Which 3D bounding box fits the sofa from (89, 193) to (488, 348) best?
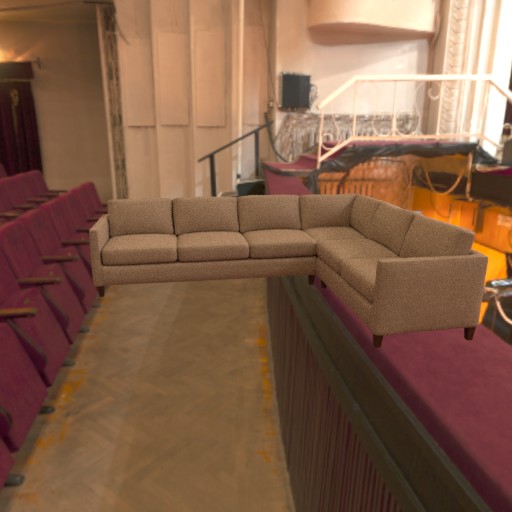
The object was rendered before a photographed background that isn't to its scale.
[{"bbox_3d":[0.000,0.000,4.435,3.333,0.934,2.522,-3,16,-9],"label":"sofa"}]
